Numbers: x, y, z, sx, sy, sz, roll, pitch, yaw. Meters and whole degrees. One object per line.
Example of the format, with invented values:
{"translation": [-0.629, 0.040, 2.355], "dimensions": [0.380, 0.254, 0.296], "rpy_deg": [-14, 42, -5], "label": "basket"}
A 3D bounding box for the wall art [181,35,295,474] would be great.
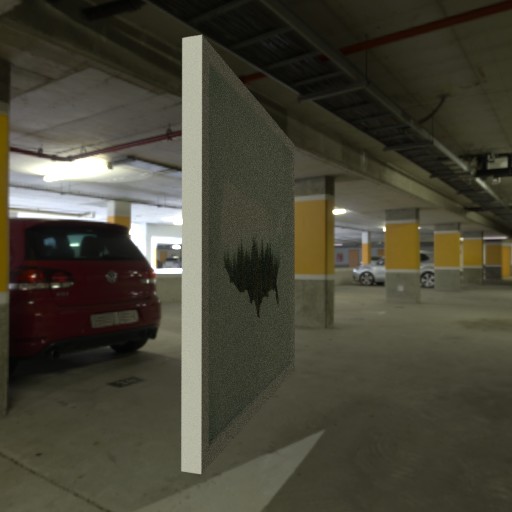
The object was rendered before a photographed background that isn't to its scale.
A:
{"translation": [0.000, 0.000, 1.138], "dimensions": [0.038, 0.762, 0.762], "rpy_deg": [0, -1, 17], "label": "wall art"}
